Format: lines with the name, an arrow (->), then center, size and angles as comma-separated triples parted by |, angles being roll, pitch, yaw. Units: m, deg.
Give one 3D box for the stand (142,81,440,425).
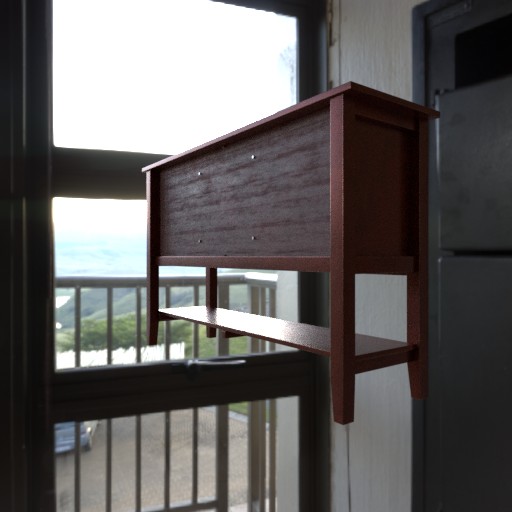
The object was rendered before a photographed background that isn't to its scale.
stand -> 0.000, 0.000, 1.774 | 0.410, 0.872, 1.362 | 0, 0, -36
